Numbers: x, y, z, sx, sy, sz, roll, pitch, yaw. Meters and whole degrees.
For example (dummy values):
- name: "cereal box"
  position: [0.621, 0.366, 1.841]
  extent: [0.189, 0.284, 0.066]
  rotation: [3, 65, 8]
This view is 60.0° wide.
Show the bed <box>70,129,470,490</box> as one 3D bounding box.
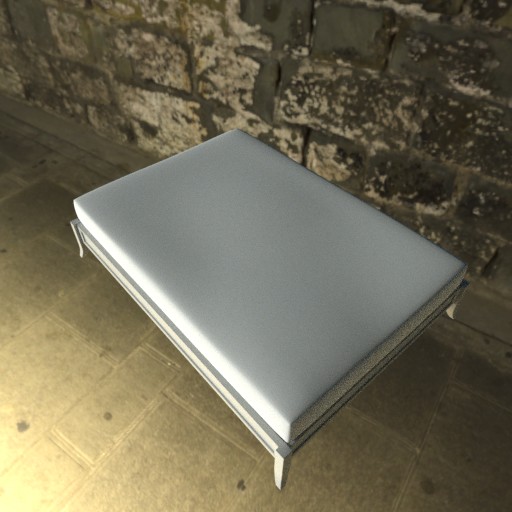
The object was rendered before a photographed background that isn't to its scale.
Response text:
- name: "bed"
  position: [0.000, 0.000, 2.665]
  extent: [1.460, 0.510, 1.985]
  rotation: [-32, 53, -28]
